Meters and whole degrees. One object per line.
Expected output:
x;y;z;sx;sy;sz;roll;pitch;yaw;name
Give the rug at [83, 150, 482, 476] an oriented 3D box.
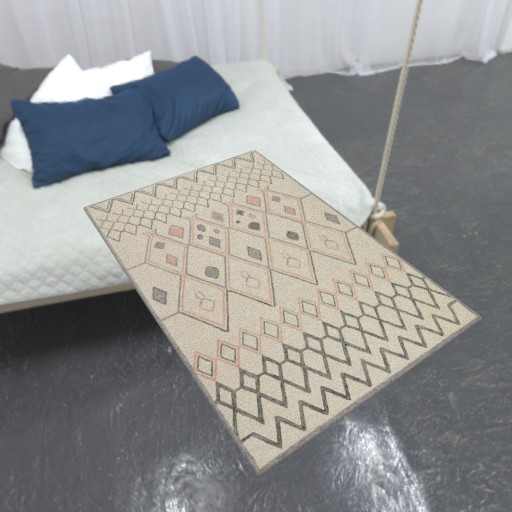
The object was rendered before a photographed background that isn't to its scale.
0.000;0.000;2.298;1.219;0.016;1.829;-24;48;-24;rug
